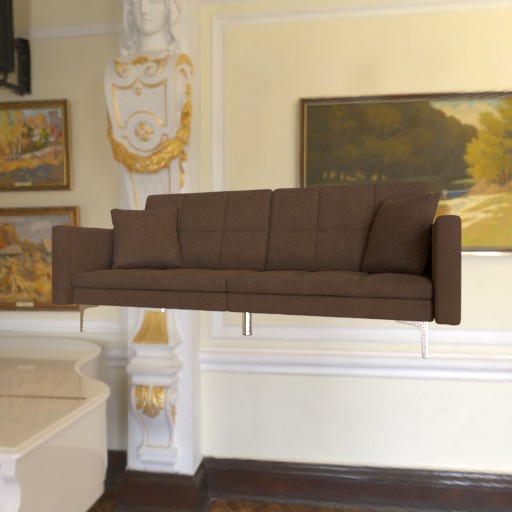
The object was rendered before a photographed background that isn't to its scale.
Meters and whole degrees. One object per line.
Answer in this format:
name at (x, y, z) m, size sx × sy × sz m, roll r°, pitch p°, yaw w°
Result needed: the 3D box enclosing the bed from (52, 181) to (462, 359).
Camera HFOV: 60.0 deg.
bed at (0.000, 0.000, 2.339) m, size 1.905 × 0.787 × 0.889 m, roll 0°, pitch 1°, yaw 20°
